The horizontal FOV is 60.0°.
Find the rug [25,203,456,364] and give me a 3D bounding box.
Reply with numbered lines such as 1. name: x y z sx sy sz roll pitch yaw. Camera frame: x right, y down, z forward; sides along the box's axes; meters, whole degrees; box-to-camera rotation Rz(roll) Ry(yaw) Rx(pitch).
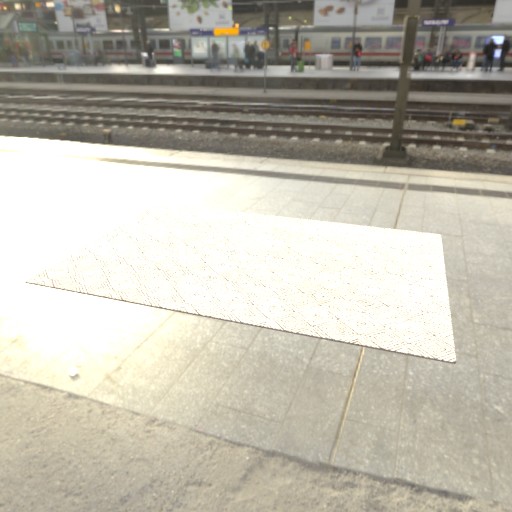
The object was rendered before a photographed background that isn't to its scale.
1. rug: 0.000 0.000 2.222 1.783 0.008 1.175 8 26 17
